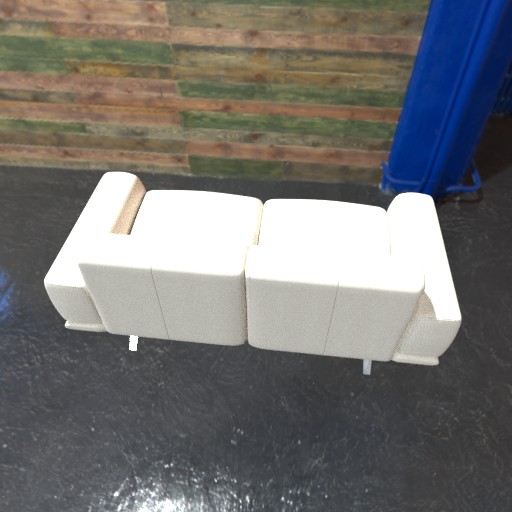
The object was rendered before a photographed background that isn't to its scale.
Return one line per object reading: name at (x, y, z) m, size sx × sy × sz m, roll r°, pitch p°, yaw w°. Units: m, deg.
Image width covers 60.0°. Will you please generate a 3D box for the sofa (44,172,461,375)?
sofa at (0.000, 0.000, 2.371) m, size 1.901 × 0.772 × 0.900 m, roll 5°, pitch 48°, yaw 4°
